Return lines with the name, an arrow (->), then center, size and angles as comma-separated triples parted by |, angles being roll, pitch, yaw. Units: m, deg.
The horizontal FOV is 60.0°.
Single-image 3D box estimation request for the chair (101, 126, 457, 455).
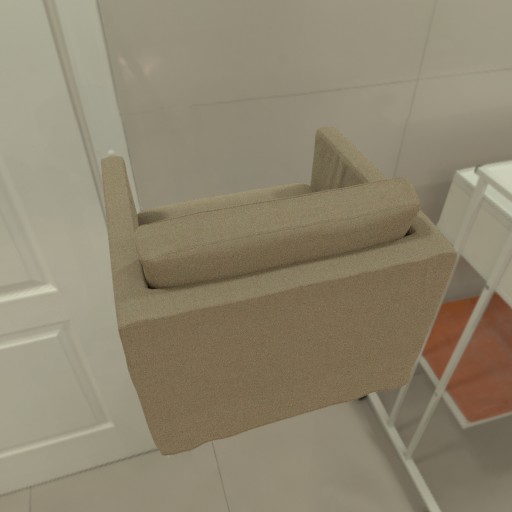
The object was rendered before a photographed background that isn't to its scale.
chair -> 0.000, 0.000, 1.734 | 1.057, 0.863, 0.949 | -12, 42, -13
